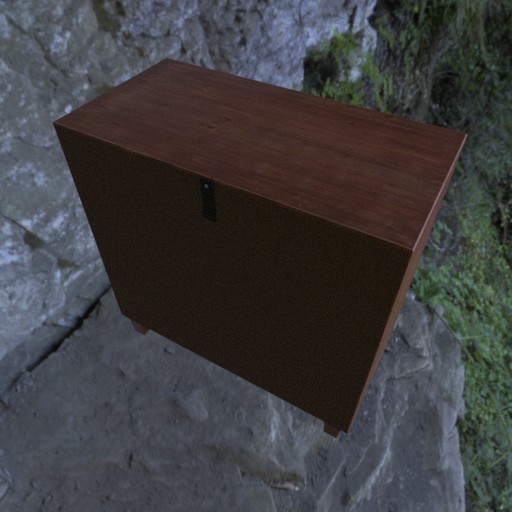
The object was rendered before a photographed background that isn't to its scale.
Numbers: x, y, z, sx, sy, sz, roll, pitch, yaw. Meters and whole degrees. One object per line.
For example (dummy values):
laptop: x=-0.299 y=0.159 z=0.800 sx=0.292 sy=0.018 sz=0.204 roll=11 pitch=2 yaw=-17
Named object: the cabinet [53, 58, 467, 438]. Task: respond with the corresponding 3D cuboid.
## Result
cabinet: x=0.000 y=0.000 z=1.229 sx=0.796 sy=0.785 sz=0.412 roll=22 pitch=50 yaw=20
